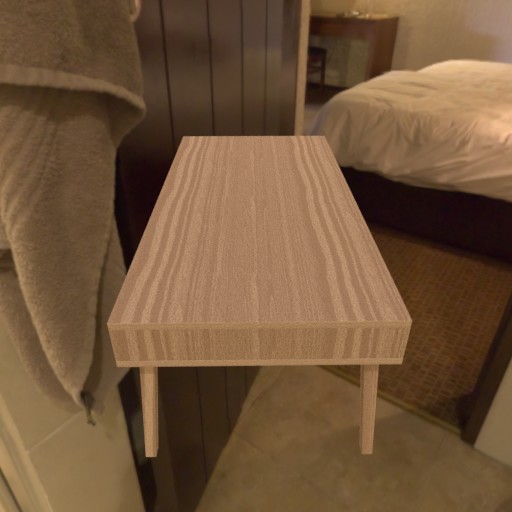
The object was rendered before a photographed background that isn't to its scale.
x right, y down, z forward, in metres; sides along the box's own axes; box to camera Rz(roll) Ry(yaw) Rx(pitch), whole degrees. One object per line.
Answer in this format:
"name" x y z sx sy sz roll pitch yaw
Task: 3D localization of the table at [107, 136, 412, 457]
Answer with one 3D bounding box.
"table" 0.000 0.000 1.495 0.600 0.450 1.200 0 32 -1
